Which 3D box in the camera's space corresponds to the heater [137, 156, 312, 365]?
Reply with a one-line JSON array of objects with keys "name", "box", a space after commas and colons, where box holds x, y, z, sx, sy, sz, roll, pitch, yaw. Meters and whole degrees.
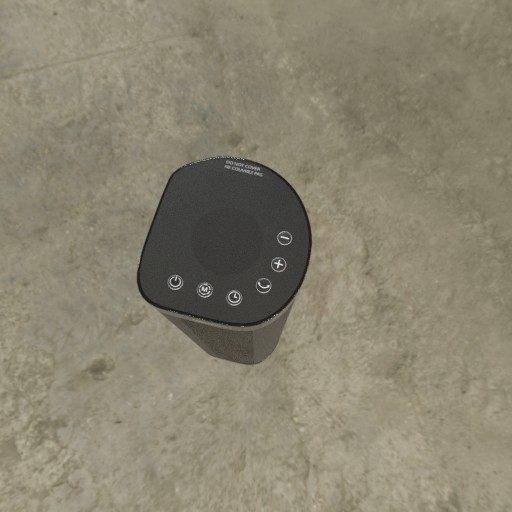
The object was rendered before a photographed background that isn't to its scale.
[{"name": "heater", "box": [0.000, 0.000, 0.714, 0.174, 0.552, 0.312, 14, 73, 4]}]
